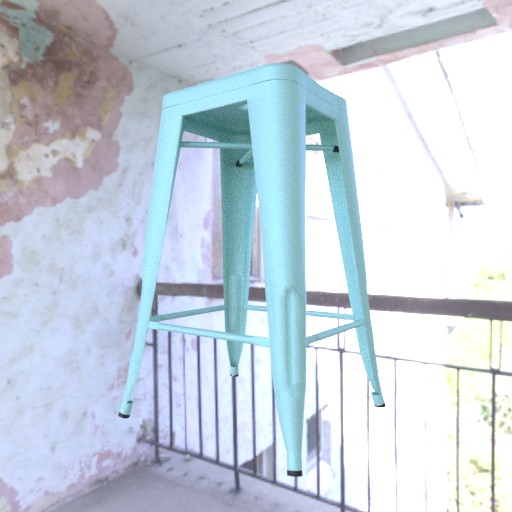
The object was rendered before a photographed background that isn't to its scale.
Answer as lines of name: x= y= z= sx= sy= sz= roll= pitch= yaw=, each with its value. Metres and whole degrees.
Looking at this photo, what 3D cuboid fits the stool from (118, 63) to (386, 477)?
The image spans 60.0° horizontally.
stool: x=0.000 y=0.000 z=0.862 sx=0.399 sy=0.609 sz=0.359 roll=1 pitch=1 yaw=35
